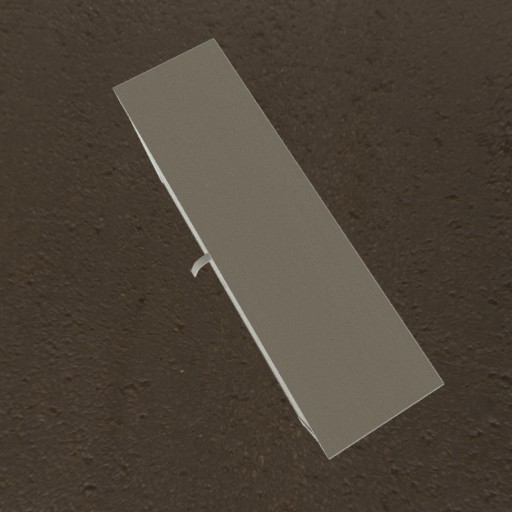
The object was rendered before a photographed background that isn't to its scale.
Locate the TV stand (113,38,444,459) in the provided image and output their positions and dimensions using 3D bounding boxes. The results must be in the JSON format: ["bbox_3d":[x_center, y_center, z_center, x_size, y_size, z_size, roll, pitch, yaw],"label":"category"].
[{"bbox_3d":[0.000,0.000,1.513,0.424,0.624,1.187,-30,78,-7],"label":"TV stand"}]
